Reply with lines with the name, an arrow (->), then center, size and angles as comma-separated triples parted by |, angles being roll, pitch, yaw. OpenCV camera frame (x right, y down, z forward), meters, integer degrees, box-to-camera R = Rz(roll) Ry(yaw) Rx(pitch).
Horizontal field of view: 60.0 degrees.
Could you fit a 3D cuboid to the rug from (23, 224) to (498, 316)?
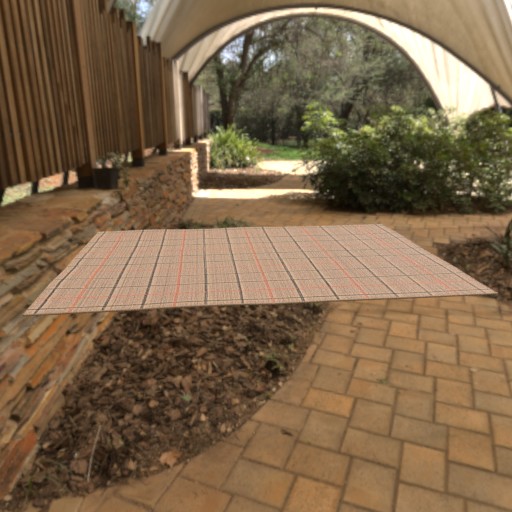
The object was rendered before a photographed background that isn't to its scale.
rug -> 0.000, 0.000, 2.269 | 1.829, 0.013, 1.220 | -2, 17, -6
